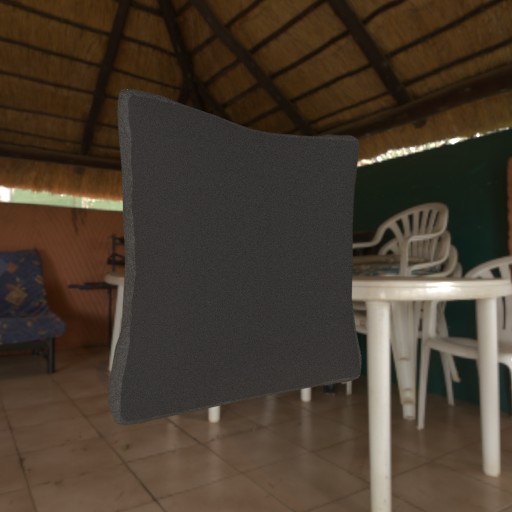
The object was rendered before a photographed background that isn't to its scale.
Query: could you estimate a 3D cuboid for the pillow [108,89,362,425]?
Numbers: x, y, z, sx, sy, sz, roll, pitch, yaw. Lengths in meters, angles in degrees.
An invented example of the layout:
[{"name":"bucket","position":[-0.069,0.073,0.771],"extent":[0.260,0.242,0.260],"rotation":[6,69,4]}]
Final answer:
[{"name":"pillow","position":[0.000,0.000,0.814],"extent":[0.533,0.523,0.210],"rotation":[1,-2,-35]}]
